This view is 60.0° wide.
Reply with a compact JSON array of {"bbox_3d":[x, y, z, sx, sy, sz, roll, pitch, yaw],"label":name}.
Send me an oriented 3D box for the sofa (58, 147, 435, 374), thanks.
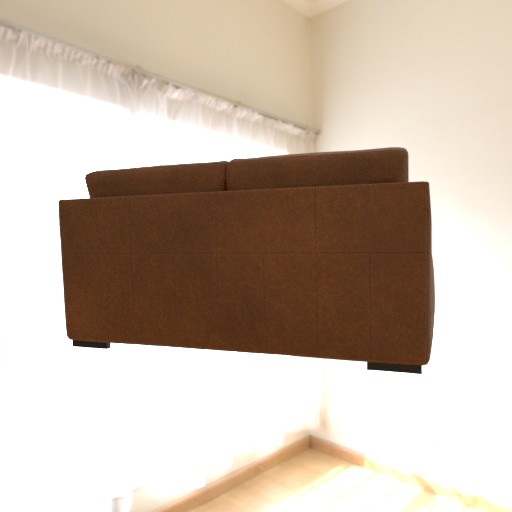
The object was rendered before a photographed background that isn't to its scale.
[{"bbox_3d":[0.000,0.000,2.539,1.880,0.966,1.144,0,0,19],"label":"sofa"}]
